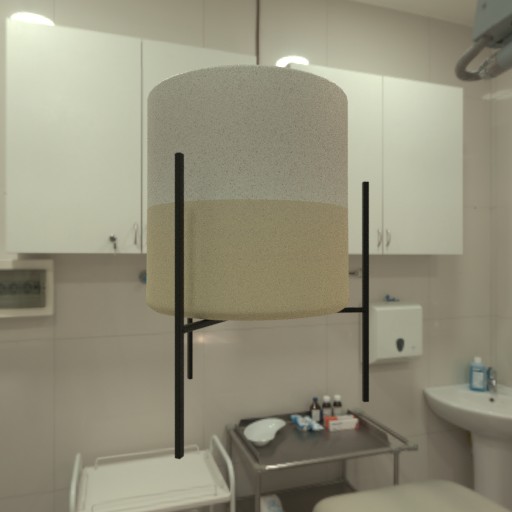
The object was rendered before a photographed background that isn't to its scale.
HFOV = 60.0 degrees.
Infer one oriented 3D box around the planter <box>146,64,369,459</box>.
[{"bbox_3d":[0.000,0.000,0.550,0.267,0.362,0.263,0,0,-19],"label":"planter"}]
